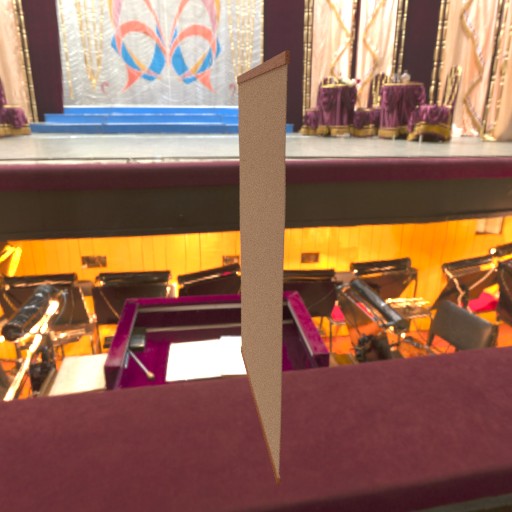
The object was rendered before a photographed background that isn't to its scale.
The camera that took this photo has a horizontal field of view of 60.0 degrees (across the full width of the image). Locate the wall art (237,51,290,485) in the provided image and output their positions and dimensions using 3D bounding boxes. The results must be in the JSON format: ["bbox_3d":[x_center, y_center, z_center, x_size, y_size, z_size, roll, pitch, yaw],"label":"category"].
[{"bbox_3d":[0.000,0.000,1.941,0.019,1.527,1.019,-3,18,-9],"label":"wall art"}]
